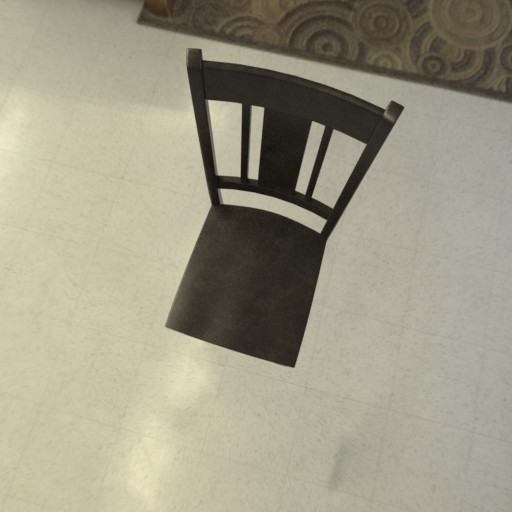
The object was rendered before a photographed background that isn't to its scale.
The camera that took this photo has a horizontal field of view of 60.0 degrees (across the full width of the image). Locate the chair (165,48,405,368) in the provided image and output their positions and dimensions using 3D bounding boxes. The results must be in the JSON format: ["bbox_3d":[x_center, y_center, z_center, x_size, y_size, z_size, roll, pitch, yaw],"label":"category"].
[{"bbox_3d":[0.000,0.000,1.302,0.450,0.998,0.555,17,77,4],"label":"chair"}]
